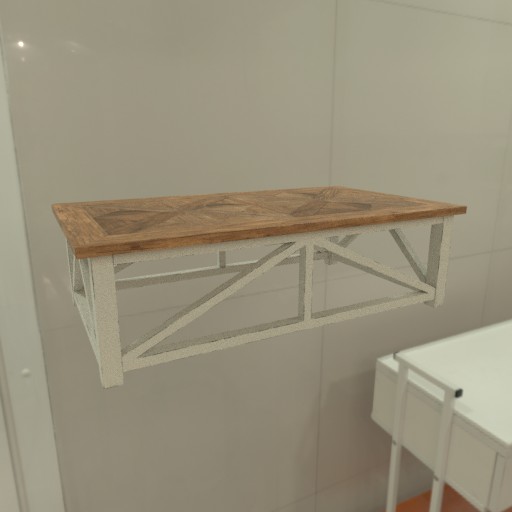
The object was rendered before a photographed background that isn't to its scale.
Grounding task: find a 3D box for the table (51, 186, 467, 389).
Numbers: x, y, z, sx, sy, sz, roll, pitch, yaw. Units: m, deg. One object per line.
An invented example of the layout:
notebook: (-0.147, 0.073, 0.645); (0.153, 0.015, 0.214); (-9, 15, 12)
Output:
table: (0.000, 0.000, 1.771); (1.400, 0.410, 0.800); (-8, 17, -27)
